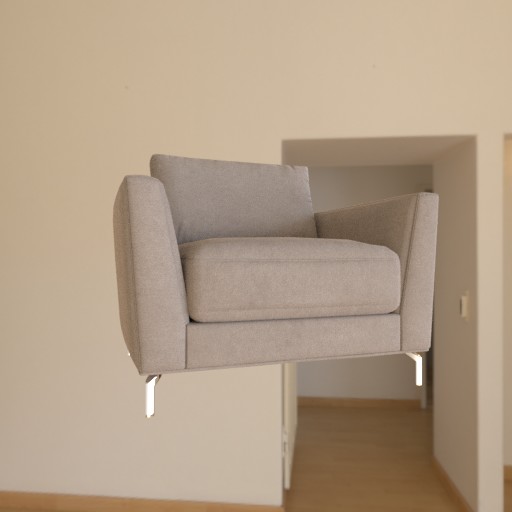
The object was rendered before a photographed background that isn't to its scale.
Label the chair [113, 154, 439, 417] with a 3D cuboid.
[{"bbox_3d":[0.000,0.000,1.705,1.041,0.864,0.889,0,0,-20],"label":"chair"}]
